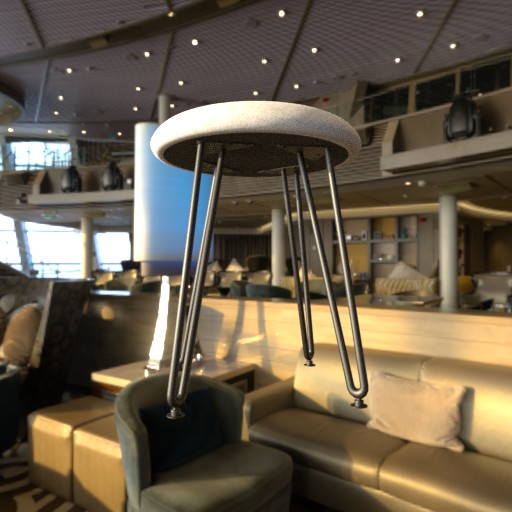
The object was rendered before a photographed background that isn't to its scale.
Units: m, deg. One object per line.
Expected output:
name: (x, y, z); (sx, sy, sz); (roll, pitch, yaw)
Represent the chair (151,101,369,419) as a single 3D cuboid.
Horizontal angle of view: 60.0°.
chair: (0.000, 0.000, 0.665); (0.350, 0.386, 0.350); (-1, -1, 36)
